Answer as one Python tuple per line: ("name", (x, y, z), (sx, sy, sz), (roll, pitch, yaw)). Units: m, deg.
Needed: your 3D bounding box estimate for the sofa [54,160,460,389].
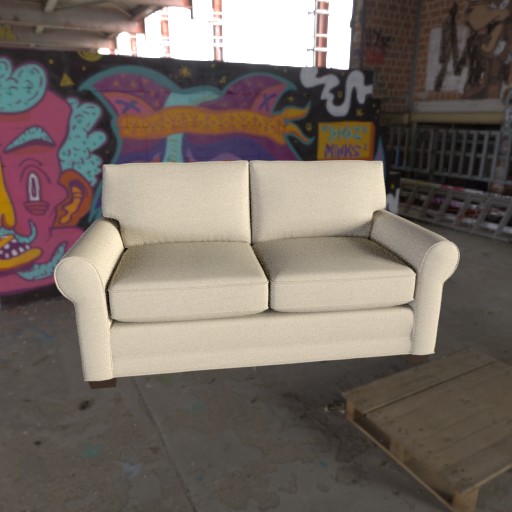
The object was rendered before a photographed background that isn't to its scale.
("sofa", (0.000, 0.000, 2.314), (1.774, 0.933, 0.861), (-3, 17, -8))
